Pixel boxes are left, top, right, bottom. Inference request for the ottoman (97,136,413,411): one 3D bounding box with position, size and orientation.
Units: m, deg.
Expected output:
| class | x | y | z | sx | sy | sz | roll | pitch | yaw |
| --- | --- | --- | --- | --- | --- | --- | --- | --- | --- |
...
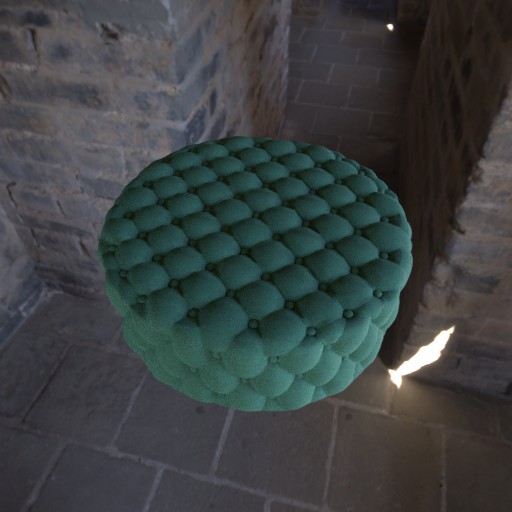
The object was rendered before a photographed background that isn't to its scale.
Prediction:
| class | x | y | z | sx | sy | sz | roll | pitch | yaw |
| --- | --- | --- | --- | --- | --- | --- | --- | --- | --- |
| ottoman | 0.000 | 0.000 | 1.530 | 0.998 | 0.399 | 0.998 | 0 | 46 | 0 |
